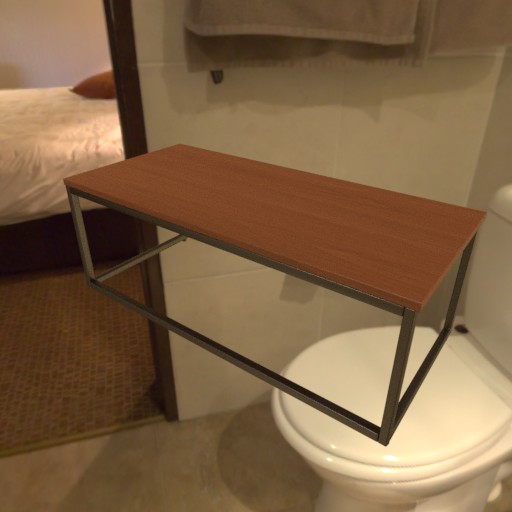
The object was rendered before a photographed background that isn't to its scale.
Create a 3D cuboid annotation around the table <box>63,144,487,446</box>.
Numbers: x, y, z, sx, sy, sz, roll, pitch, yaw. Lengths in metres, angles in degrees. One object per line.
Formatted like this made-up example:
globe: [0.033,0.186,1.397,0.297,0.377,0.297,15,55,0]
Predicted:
table: [0.000,0.000,1.339,1.100,0.400,0.500,20,35,31]
